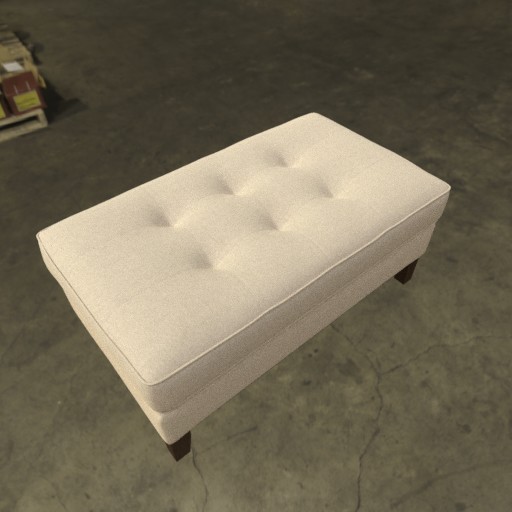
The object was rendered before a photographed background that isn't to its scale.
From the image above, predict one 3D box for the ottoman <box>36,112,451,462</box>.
[{"bbox_3d":[0.000,0.000,1.485,1.143,0.508,0.648,-31,53,-26],"label":"ottoman"}]
